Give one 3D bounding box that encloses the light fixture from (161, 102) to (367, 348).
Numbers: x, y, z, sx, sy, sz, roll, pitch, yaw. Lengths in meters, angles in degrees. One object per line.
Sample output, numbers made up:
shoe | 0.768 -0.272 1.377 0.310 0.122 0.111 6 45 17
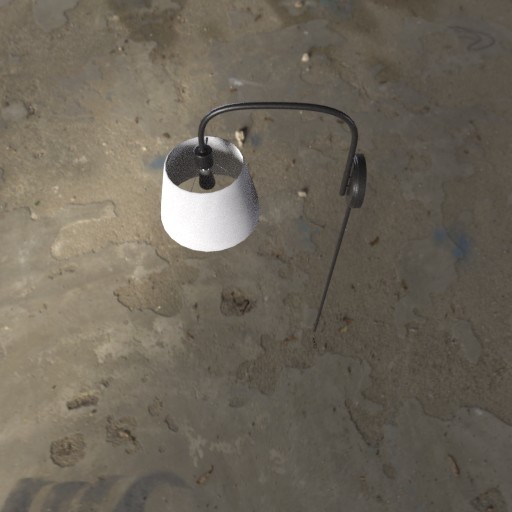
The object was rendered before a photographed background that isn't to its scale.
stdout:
light fixture | 0.000 0.000 0.477 0.176 0.399 0.092 1 58 1
